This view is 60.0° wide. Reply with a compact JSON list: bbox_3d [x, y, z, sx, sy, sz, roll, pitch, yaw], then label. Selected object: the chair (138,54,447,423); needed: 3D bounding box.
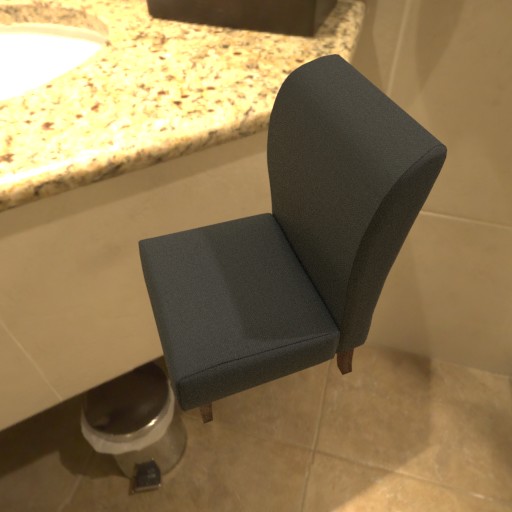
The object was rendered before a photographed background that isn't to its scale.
[{"bbox_3d":[0.000,0.000,1.161,0.592,0.804,0.513,-16,49,-14],"label":"chair"}]
